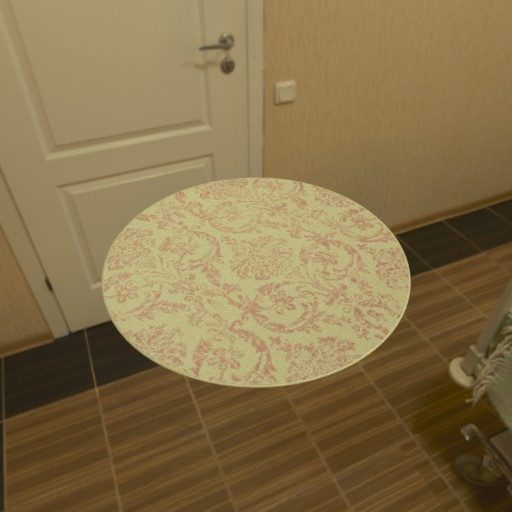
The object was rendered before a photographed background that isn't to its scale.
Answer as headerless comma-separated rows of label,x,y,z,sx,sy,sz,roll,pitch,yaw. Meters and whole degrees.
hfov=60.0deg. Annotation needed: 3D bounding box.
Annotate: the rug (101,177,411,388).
rug,0.000,0.000,2.360,1.593,0.012,1.593,0,41,0
